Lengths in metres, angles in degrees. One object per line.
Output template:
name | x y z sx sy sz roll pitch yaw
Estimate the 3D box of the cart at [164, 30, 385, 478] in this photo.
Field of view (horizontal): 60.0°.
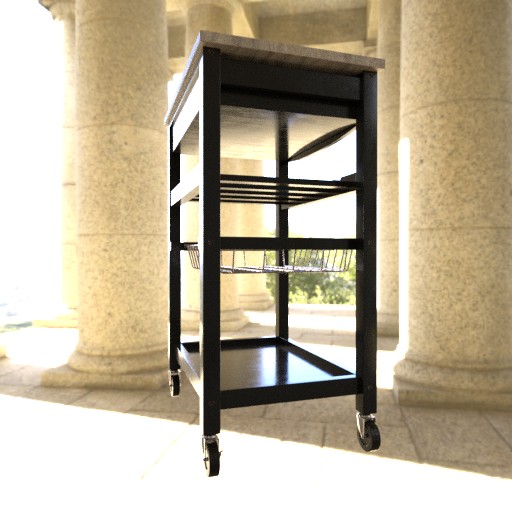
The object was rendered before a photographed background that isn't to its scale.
cart | 0.000 0.000 1.151 0.403 0.839 0.584 0 0 -18
